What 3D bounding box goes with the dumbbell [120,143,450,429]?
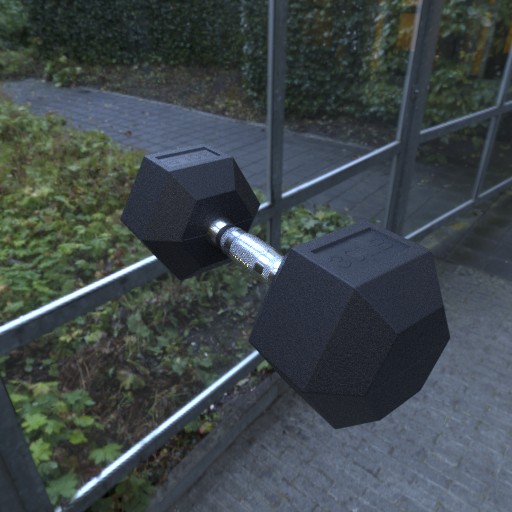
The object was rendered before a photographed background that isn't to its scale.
[{"bbox_3d":[0.000,0.000,0.401,0.142,0.123,0.337,-21,37,-30],"label":"dumbbell"}]
